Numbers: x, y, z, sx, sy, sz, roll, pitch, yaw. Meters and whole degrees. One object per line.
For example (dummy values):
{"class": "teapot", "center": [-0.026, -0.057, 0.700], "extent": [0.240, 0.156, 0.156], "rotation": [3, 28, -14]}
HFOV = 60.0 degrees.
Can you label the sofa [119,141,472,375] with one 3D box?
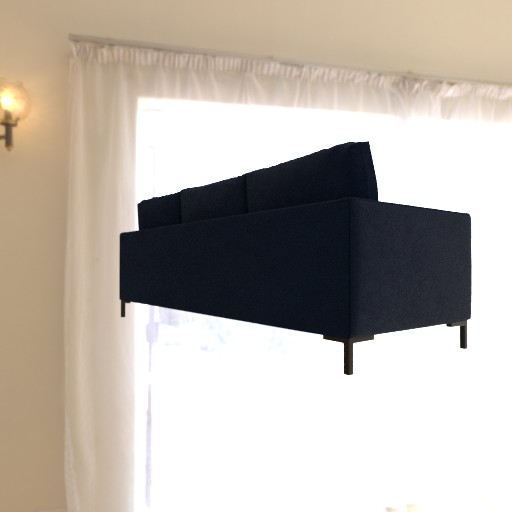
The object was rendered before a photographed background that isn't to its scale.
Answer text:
{"class": "sofa", "center": [0.000, 0.000, 2.675], "extent": [0.875, 0.879, 2.252], "rotation": [1, -1, -37]}
